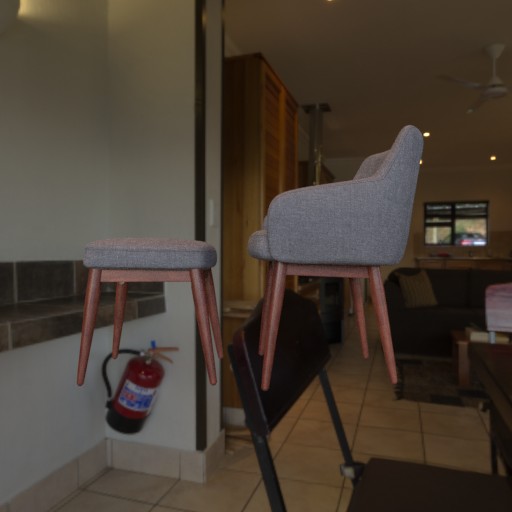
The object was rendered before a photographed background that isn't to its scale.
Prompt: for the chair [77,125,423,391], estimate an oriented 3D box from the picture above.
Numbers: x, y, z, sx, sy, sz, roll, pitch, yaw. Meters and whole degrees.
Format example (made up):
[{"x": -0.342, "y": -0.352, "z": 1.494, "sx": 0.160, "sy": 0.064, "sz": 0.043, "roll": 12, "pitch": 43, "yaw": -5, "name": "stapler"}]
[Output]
[{"x": 0.000, "y": 0.000, "z": 1.544, "sx": 1.107, "sy": 0.799, "sz": 0.584, "roll": 0, "pitch": 0, "yaw": -1, "name": "chair"}]
